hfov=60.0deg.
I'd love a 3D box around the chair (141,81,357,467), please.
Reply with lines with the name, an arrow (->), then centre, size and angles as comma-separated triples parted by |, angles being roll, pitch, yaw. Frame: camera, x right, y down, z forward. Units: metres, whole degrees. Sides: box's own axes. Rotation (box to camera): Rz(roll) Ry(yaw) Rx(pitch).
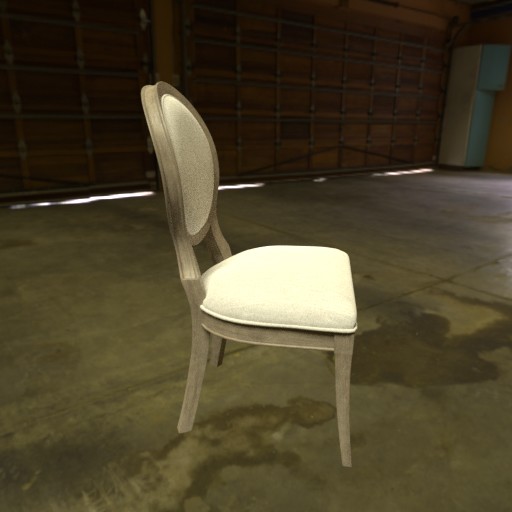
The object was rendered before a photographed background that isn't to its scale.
chair -> 0.000, 0.000, 1.338 | 0.602, 0.990, 0.558 | 3, 17, 9
